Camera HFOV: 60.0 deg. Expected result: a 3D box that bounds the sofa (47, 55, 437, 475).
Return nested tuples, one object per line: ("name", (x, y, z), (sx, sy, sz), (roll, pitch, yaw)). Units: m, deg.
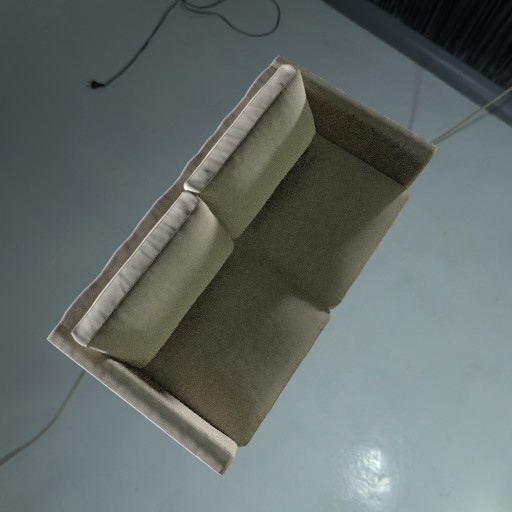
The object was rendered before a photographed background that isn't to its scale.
("sofa", (0.000, 0.000, 2.240), (0.956, 0.828, 1.766), (34, 77, 9))
